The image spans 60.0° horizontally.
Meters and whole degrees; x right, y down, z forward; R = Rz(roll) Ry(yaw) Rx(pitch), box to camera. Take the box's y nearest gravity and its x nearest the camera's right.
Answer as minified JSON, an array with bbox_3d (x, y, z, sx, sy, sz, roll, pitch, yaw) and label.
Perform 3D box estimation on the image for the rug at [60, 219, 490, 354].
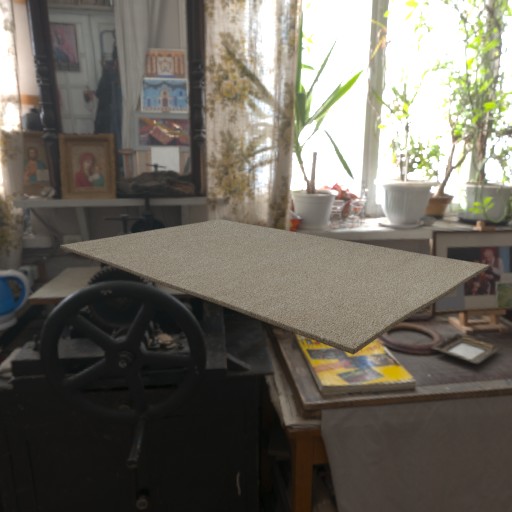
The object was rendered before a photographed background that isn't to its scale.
[{"bbox_3d":[0.000,0.000,2.847,2.346,0.025,1.500,13,19,42],"label":"rug"}]
